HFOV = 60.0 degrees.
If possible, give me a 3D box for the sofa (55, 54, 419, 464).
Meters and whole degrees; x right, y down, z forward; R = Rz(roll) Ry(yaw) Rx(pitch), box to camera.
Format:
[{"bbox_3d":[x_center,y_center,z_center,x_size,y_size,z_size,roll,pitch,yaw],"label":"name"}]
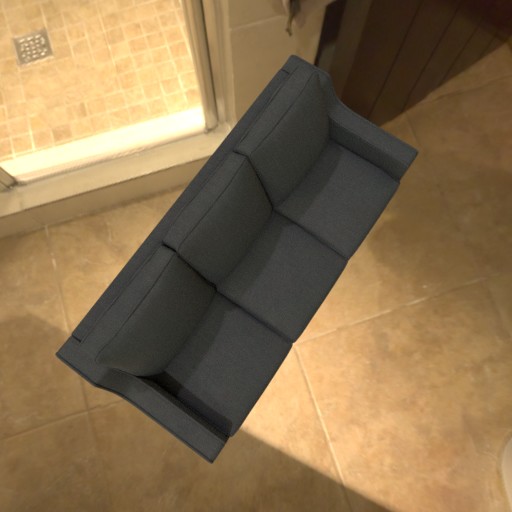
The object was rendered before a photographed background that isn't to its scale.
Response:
[{"bbox_3d":[0.000,0.000,2.514,0.911,0.974,1.986,34,78,8],"label":"sofa"}]
